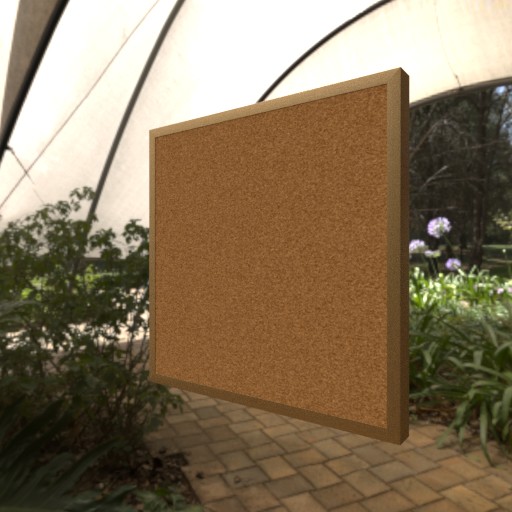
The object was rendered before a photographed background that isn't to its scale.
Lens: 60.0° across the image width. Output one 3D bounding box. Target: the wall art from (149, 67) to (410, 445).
[{"bbox_3d":[0.000,0.000,0.762,0.510,0.509,0.037,0,0,36],"label":"wall art"}]
